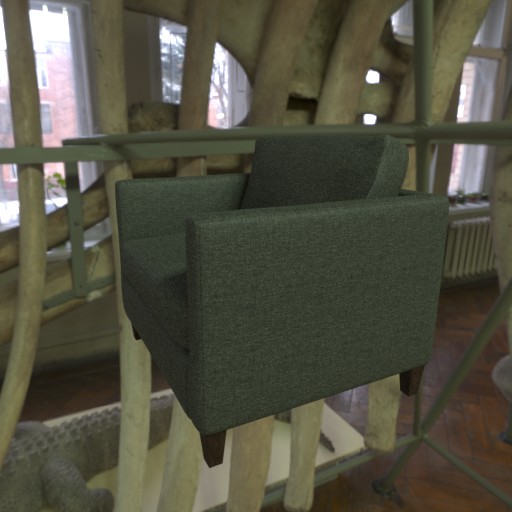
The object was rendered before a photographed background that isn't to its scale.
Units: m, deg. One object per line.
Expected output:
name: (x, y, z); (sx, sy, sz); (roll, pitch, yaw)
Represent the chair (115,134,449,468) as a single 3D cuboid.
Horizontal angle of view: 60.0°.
chair: (0.000, 0.000, 1.817); (0.959, 0.963, 1.107); (-8, 18, -26)
